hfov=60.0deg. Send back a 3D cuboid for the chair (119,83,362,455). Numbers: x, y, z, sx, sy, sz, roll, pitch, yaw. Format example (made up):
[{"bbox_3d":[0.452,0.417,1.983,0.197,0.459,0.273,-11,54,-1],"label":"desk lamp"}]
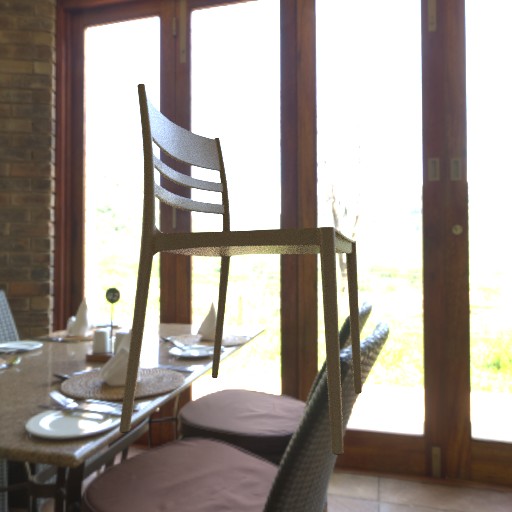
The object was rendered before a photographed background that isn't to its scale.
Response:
[{"bbox_3d":[0.000,0.000,1.180,0.511,0.800,0.531,0,-2,18],"label":"chair"}]
